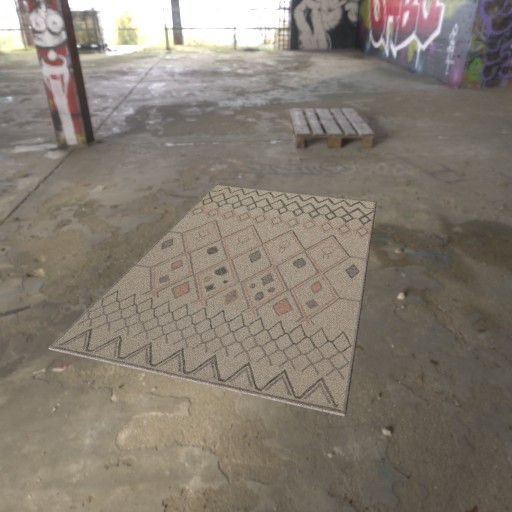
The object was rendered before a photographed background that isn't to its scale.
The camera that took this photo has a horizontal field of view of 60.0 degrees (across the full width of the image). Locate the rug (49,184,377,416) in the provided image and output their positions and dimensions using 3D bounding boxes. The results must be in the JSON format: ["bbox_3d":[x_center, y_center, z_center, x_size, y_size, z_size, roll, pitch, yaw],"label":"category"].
[{"bbox_3d":[0.000,0.000,3.115,1.524,0.015,2.438,8,31,14],"label":"rug"}]
